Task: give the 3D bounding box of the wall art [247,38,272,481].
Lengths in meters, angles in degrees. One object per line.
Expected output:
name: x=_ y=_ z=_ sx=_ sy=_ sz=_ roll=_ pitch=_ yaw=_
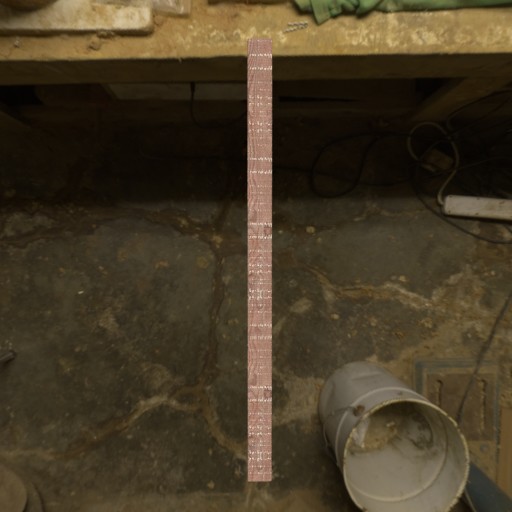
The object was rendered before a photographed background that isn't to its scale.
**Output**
wall art: x=0.000 y=0.000 z=0.796 sx=0.029 sy=0.531 sz=0.531 roll=0 pitch=92 yaw=-1
